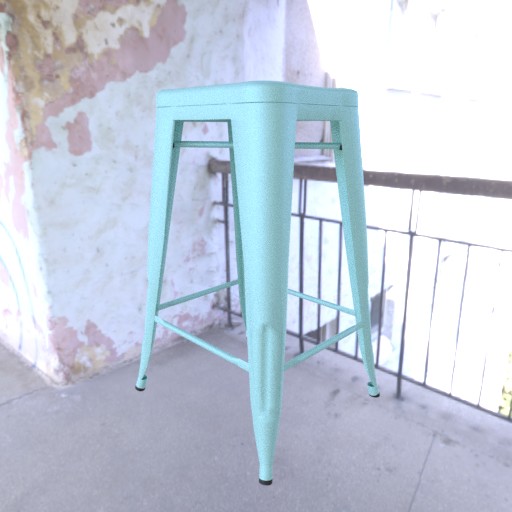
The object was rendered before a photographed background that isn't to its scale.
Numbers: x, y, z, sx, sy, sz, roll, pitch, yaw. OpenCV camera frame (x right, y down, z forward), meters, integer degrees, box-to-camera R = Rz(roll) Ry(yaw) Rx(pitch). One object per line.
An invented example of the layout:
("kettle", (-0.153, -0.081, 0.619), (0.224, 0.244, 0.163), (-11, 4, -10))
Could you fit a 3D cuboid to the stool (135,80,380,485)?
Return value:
("stool", (0.000, 0.000, 0.866), (0.399, 0.609, 0.359), (15, 22, 42))
